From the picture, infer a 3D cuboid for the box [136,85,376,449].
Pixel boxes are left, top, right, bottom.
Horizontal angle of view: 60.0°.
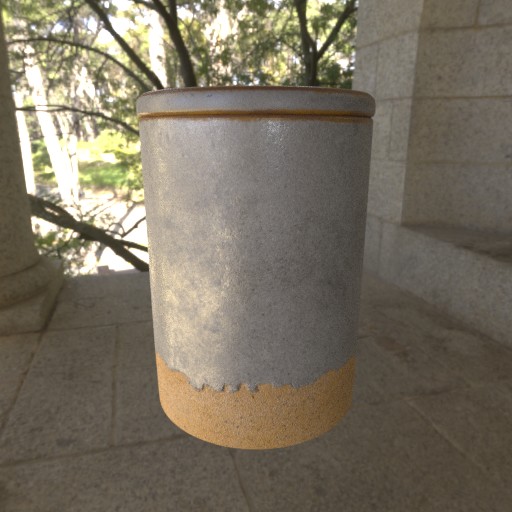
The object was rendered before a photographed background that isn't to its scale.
[{"bbox_3d":[0.000,0.000,0.246,0.118,0.168,0.118,0,16,0],"label":"box"}]
